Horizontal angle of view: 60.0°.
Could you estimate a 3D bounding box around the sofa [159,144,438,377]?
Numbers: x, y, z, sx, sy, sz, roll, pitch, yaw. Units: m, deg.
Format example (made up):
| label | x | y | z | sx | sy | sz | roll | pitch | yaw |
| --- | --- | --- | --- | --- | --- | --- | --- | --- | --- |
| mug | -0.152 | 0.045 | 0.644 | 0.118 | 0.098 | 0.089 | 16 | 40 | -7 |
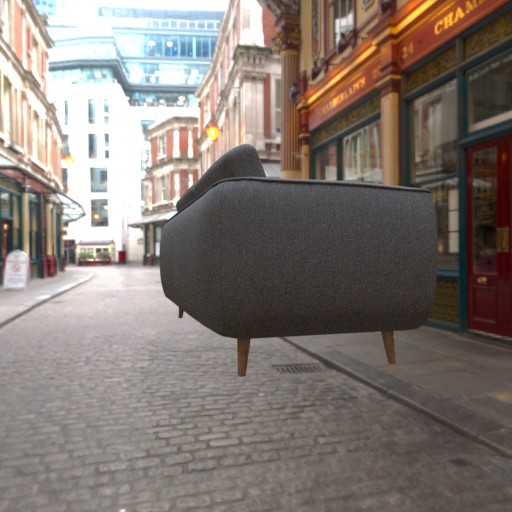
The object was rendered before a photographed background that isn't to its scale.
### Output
| label | x | y | z | sx | sy | sz | roll | pitch | yaw |
| --- | --- | --- | --- | --- | --- | --- | --- | --- | --- |
| sofa | 0.000 | 0.000 | 2.464 | 0.920 | 0.870 | 2.000 | 0 | 0 | -17 |
